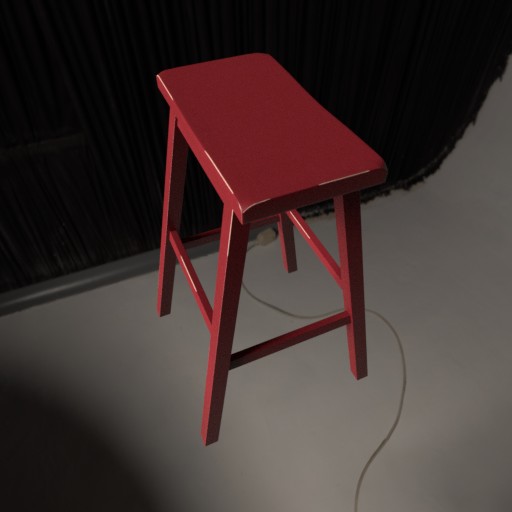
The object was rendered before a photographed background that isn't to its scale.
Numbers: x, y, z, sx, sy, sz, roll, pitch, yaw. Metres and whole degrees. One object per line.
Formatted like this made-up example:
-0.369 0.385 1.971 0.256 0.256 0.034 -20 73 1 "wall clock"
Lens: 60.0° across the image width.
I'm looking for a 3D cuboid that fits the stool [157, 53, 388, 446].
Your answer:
0.000 0.000 1.037 0.476 0.737 0.457 -18 50 -16 "stool"
